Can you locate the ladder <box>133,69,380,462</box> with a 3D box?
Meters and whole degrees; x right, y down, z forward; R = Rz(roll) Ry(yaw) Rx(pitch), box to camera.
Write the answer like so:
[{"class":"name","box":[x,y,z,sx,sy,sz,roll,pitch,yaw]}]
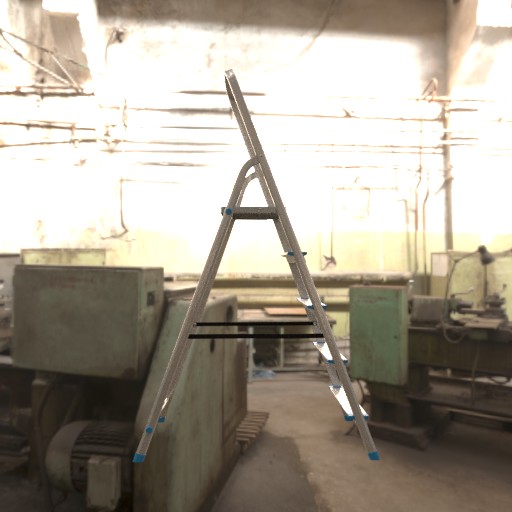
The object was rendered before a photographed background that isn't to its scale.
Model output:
[{"class":"ladder","box":[0.000,0.000,2.018,0.990,1.648,0.468,0,-1,-1]}]
